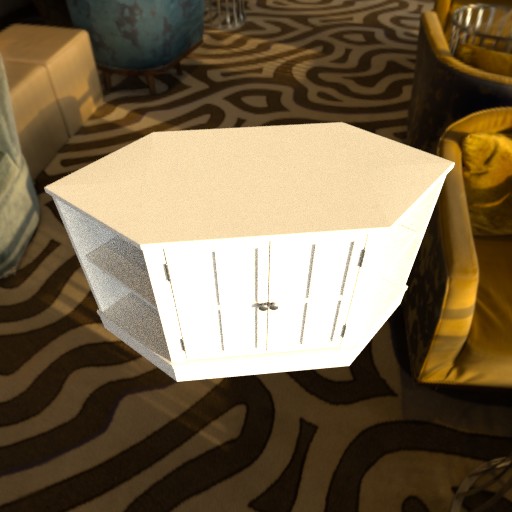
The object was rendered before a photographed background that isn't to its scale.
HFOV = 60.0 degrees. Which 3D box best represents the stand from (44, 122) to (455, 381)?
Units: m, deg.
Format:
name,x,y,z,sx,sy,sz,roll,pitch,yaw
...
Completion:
name,x,y,z,sx,sy,sz,roll,pitch,yaw
stand,0.000,0.000,1.372,1.072,0.614,0.477,-4,46,-4
